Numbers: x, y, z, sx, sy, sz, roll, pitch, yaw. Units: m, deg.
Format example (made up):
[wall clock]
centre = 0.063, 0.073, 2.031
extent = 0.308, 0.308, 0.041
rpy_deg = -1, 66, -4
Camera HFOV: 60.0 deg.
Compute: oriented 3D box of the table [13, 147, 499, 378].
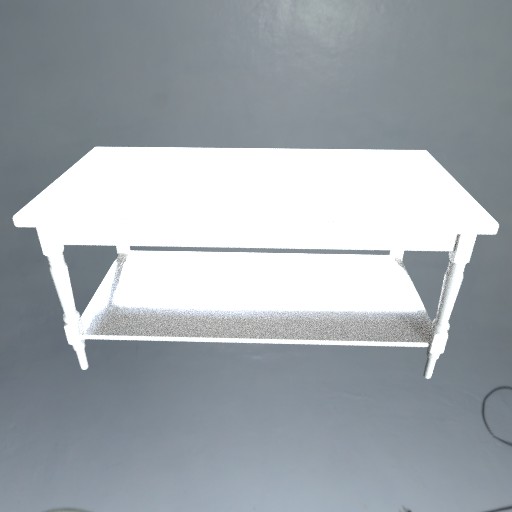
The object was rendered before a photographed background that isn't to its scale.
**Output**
[table]
centre = 0.000, 0.000, 1.370
extent = 1.107, 0.510, 0.550
rpy_deg = 1, 30, 2
